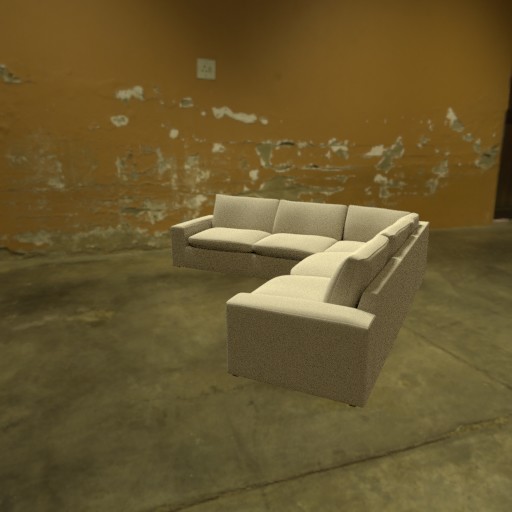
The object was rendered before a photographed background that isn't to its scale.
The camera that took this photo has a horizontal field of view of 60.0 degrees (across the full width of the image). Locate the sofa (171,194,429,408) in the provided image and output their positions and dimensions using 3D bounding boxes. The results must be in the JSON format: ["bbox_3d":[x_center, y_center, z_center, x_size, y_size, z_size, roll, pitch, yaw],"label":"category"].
[{"bbox_3d":[0.000,0.000,4.635,3.066,0.918,3.206,7,15,26],"label":"sofa"}]
